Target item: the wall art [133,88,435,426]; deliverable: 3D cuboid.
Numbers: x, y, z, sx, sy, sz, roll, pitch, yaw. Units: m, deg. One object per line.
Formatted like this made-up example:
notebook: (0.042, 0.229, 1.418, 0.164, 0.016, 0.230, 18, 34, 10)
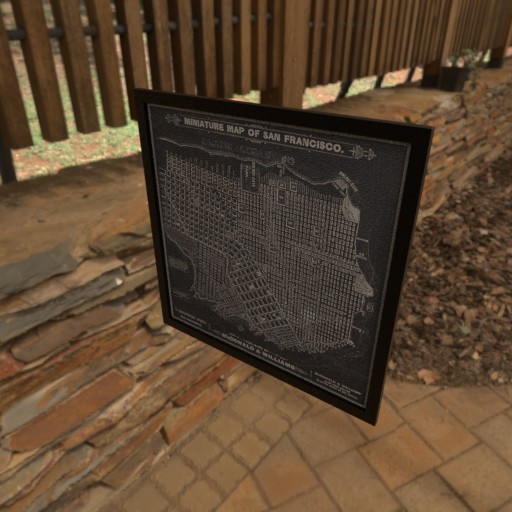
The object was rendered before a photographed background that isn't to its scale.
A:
wall art: (0.000, 0.000, 0.695, 0.457, 0.458, 0.012, 19, 34, 30)
